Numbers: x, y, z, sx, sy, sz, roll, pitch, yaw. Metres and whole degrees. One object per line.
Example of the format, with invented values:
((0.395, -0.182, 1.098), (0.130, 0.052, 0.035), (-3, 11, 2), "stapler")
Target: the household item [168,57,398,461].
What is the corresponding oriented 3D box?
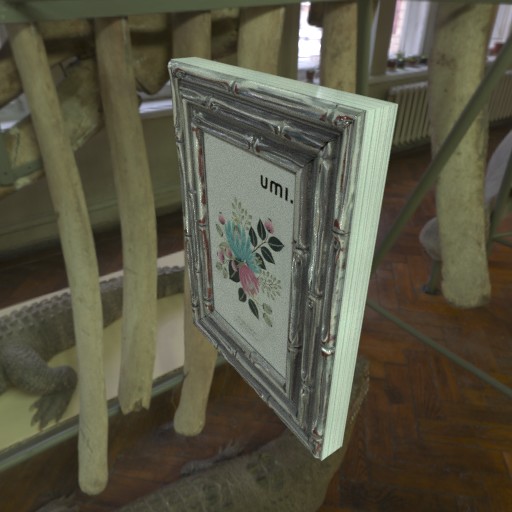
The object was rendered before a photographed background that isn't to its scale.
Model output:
((0.000, 0.000, 0.284), (0.025, 0.216, 0.165), (-20, 37, -30), "household item")
